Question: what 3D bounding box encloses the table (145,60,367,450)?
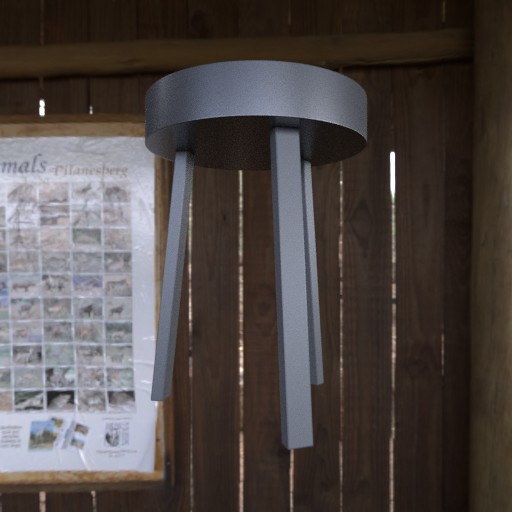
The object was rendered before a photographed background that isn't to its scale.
[{"bbox_3d":[0.000,0.000,0.836,0.406,0.559,0.406,0,0,0],"label":"table"}]
